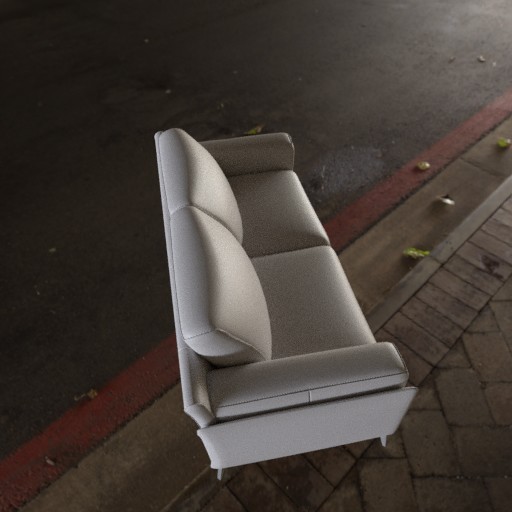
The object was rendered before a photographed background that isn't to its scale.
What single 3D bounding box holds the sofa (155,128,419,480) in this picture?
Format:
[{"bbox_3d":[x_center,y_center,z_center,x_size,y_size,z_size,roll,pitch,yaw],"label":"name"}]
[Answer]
[{"bbox_3d":[0.000,0.000,2.567,1.049,0.930,2.101,-9,46,-8],"label":"sofa"}]
